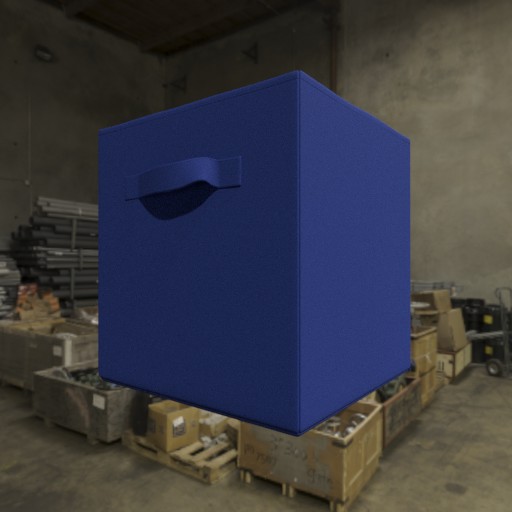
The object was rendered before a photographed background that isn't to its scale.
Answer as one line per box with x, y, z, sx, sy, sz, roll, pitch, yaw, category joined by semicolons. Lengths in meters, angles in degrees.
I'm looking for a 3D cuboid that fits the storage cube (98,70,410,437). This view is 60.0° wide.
0.000;0.000;0.507;0.270;0.280;0.270;0;0;38;storage cube
